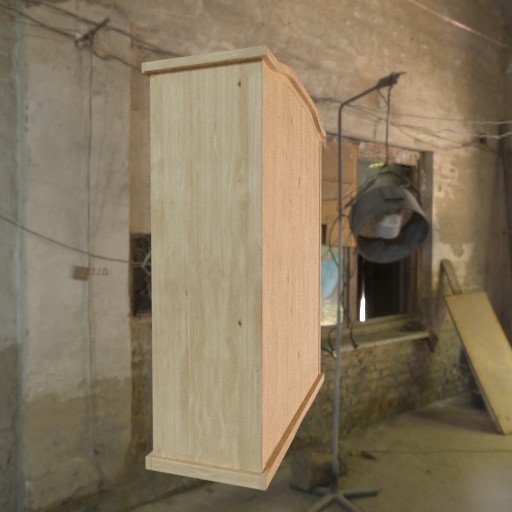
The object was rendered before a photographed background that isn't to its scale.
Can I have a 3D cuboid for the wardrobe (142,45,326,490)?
[{"bbox_3d":[0.000,0.000,2.582,0.570,1.870,1.500,1,2,18],"label":"wardrobe"}]
